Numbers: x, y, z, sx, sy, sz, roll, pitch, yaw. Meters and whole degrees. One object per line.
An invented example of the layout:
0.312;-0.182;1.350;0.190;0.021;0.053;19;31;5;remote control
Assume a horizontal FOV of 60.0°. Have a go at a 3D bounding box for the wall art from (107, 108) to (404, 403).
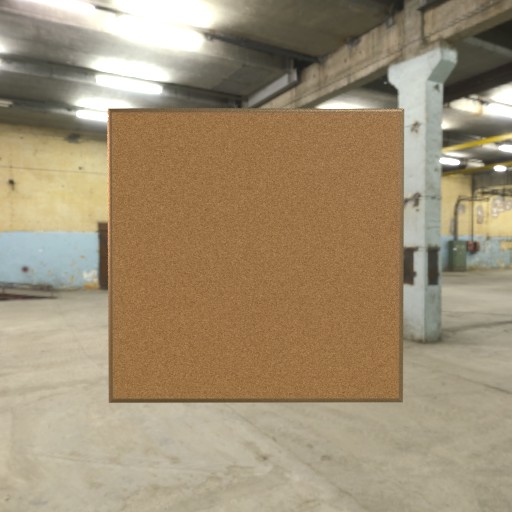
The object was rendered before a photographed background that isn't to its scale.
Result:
0.000;0.000;0.788;0.513;0.511;0.038;0;1;0;wall art
